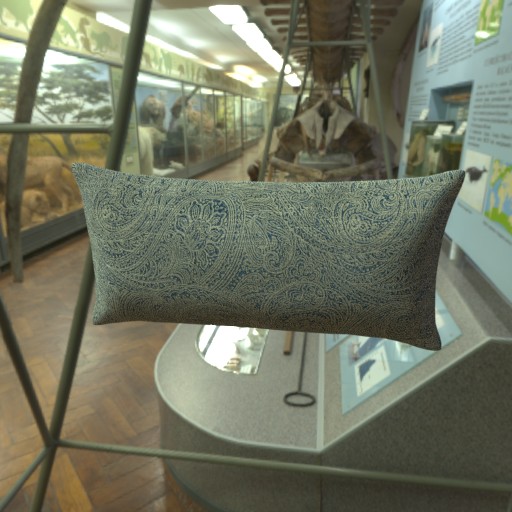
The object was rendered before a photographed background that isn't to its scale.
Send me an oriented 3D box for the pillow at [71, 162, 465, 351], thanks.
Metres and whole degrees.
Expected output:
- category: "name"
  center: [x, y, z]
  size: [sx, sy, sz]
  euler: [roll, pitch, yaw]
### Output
- category: "pillow"
  center: [0.000, 0.000, 0.731]
  size: [0.615, 0.295, 0.151]
  euler: [3, 18, 8]
